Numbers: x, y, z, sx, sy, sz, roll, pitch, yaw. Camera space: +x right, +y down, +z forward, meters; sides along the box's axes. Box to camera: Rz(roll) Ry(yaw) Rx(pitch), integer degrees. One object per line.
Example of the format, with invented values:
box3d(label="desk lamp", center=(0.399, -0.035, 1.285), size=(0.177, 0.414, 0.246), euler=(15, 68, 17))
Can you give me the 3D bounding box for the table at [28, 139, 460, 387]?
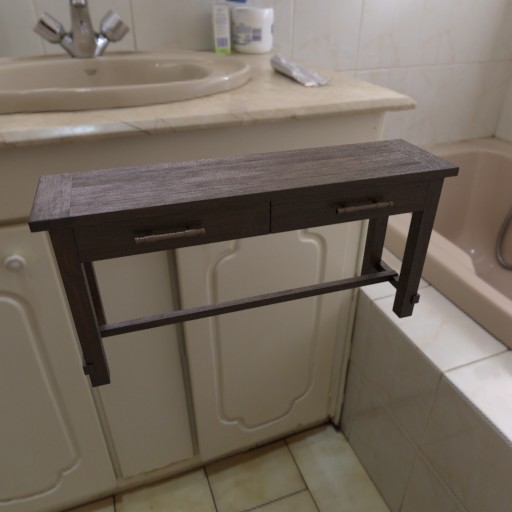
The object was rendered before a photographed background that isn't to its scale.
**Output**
box3d(label="table", center=(0.000, 0.000, 1.924), size=(1.599, 0.762, 0.442), euler=(-9, 33, -15))
